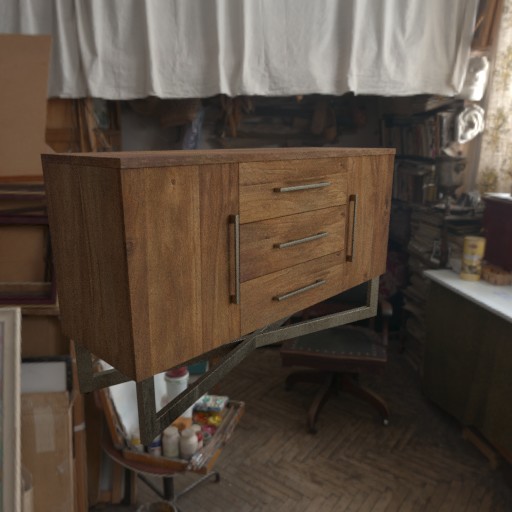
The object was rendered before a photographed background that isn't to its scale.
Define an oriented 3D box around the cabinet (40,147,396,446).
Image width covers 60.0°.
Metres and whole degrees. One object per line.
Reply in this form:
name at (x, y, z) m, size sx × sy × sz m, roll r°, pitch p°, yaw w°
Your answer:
cabinet at (0.000, 0.000, 1.754) m, size 0.480 × 0.812 × 1.373 m, roll 14°, pitch 20°, yaw 42°
